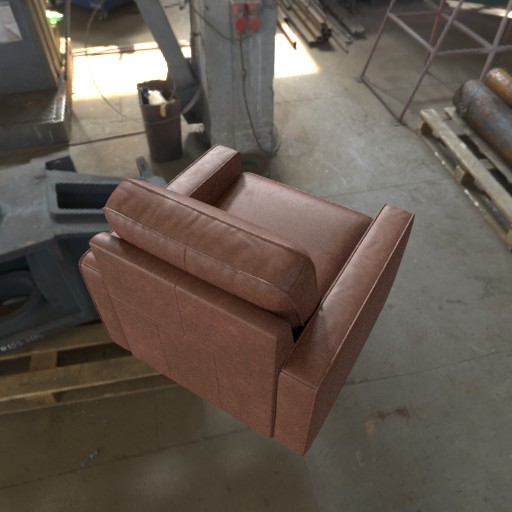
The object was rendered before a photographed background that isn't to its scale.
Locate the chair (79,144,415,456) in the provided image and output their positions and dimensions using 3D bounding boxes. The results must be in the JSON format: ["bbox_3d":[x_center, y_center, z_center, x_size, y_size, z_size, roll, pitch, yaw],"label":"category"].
[{"bbox_3d":[0.000,0.000,1.804,1.017,0.919,0.940,24,52,21],"label":"chair"}]
